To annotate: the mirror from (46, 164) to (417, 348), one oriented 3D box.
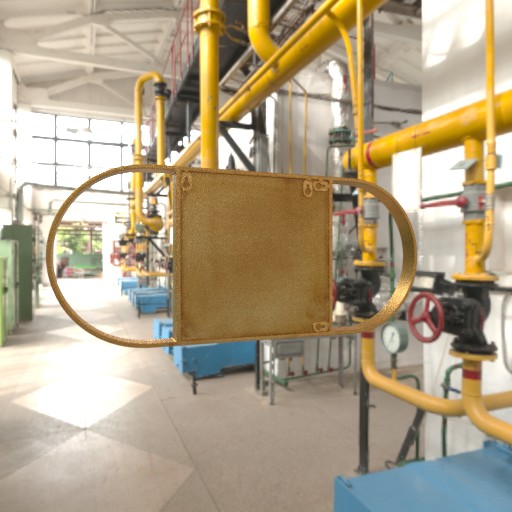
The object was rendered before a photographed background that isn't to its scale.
[{"bbox_3d":[0.000,0.000,0.681,0.584,0.254,0.032,0,0,-20],"label":"mirror"}]
